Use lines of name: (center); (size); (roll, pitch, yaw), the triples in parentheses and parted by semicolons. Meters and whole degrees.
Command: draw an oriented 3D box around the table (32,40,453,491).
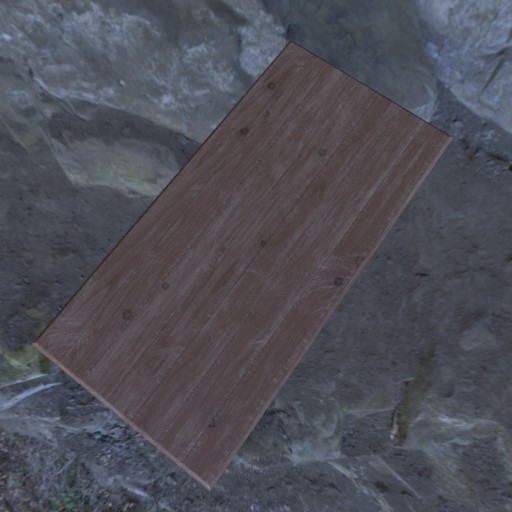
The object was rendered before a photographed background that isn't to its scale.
table: (0.000, 0.000, 1.381); (0.559, 0.458, 1.118); (35, 77, 9)
